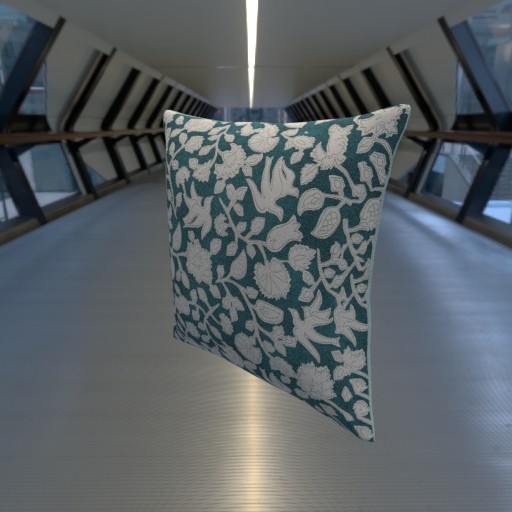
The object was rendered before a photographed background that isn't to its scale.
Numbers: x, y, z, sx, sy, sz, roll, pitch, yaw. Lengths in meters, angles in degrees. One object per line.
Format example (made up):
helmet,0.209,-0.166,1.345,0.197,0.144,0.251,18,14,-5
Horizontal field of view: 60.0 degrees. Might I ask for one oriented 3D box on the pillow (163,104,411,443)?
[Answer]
pillow,0.000,0.000,0.799,0.525,0.508,0.166,16,23,41
